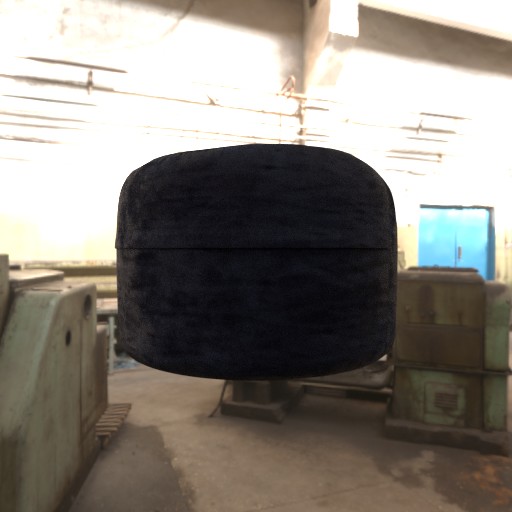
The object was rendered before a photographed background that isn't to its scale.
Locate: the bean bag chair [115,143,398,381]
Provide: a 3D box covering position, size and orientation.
[{"bbox_3d":[0.000,0.000,1.503,0.918,0.616,0.918,0,1,0],"label":"bean bag chair"}]
